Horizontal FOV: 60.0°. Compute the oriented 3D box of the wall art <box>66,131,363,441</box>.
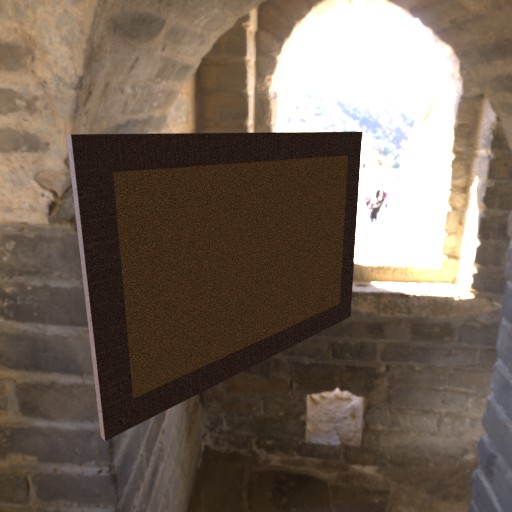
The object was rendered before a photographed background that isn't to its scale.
[{"bbox_3d":[0.000,0.000,1.168,0.917,0.626,0.019,-15,22,-42],"label":"wall art"}]
